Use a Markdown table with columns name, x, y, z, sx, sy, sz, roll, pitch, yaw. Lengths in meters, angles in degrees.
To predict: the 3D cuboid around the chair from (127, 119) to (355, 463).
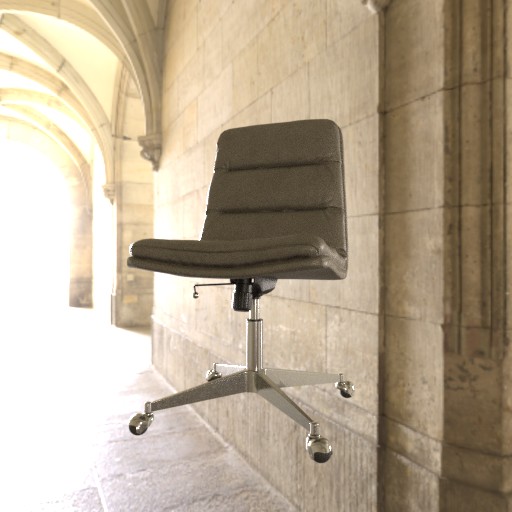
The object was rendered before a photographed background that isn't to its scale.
| name | x | y | z | sx | sy | sz | roll | pitch | yaw |
| --- | --- | --- | --- | --- | --- | --- | --- | --- | --- |
| chair | 0.000 | 0.000 | 1.043 | 0.422 | 0.738 | 0.485 | 0 | 0 | 18 |
